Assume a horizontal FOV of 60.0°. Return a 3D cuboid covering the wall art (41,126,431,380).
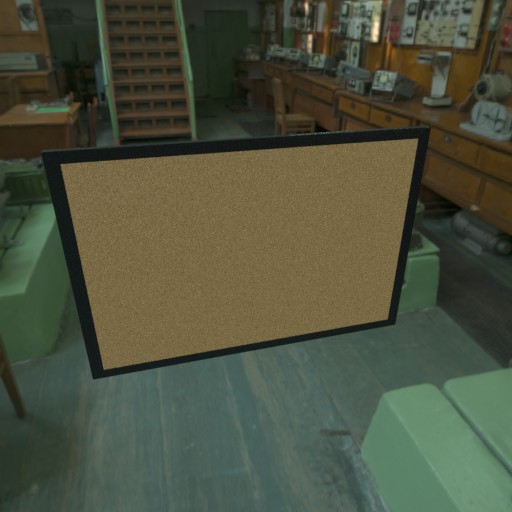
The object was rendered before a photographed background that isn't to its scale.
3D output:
[{"bbox_3d":[0.000,0.000,1.041,0.819,0.552,0.015,-7,29,-14],"label":"wall art"}]
